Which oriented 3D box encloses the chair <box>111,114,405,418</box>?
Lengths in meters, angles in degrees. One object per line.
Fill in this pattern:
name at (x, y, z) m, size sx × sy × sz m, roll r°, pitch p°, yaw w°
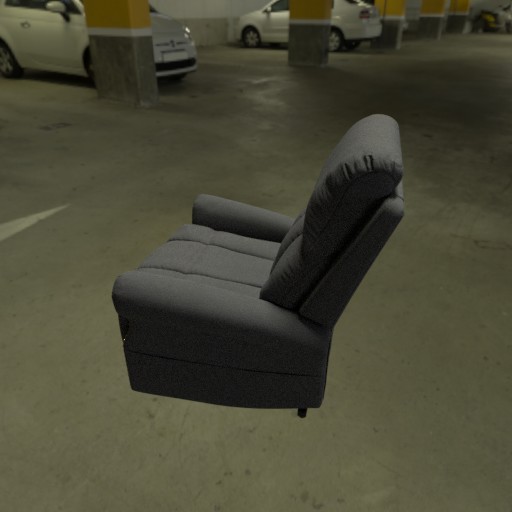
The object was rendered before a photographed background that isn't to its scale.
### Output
chair at (0.000, 0.000, 1.736) m, size 0.979 × 1.031 × 0.871 m, roll 7°, pitch 30°, yaw 12°
